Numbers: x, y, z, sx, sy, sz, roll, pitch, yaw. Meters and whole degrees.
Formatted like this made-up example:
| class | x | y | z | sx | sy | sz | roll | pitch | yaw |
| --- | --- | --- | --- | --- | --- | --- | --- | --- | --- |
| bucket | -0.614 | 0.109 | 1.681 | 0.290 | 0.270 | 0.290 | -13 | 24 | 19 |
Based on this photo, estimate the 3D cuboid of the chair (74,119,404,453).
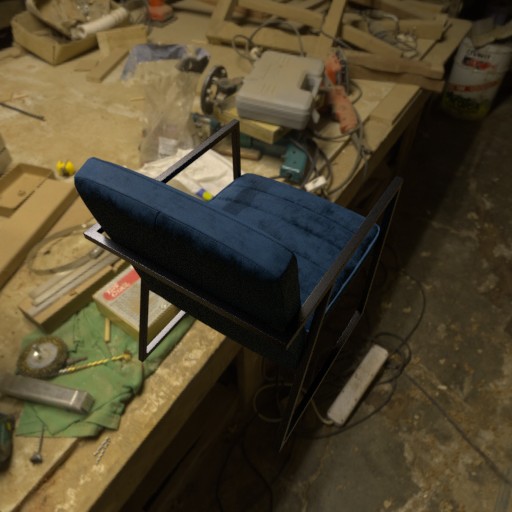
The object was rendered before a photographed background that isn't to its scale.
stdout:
| class | x | y | z | sx | sy | sz | roll | pitch | yaw |
| --- | --- | --- | --- | --- | --- | --- | --- | --- | --- |
| chair | 0.000 | 0.000 | 1.296 | 0.571 | 0.833 | 0.677 | 26 | 52 | 22 |
